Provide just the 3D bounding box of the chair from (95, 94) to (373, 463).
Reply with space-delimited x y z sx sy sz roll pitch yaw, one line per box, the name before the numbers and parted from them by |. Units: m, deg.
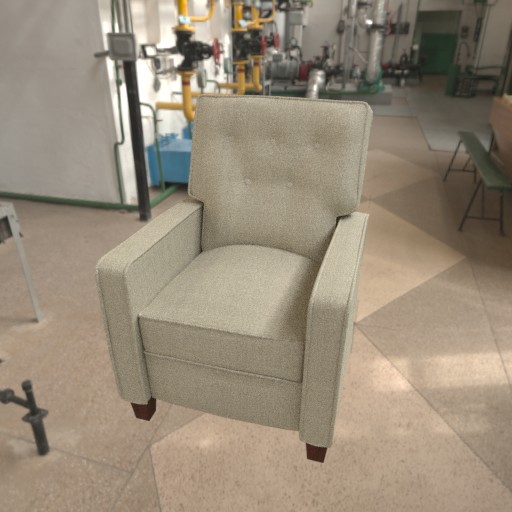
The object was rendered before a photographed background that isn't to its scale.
chair | 0.000 0.000 1.393 0.648 0.888 0.754 8 28 14
